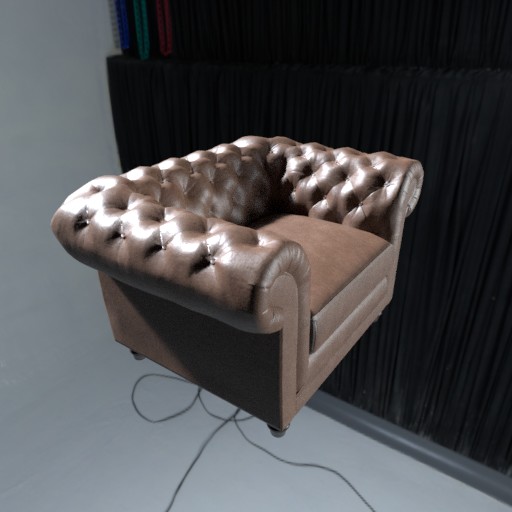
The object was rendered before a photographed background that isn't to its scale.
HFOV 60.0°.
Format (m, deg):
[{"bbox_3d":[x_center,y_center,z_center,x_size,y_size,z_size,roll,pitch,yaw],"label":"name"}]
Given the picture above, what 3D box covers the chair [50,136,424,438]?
[{"bbox_3d":[0.000,0.000,1.858,0.954,0.784,1.298,17,31,31],"label":"chair"}]
